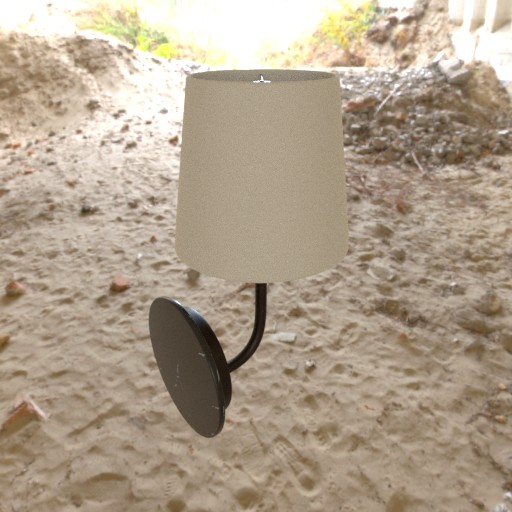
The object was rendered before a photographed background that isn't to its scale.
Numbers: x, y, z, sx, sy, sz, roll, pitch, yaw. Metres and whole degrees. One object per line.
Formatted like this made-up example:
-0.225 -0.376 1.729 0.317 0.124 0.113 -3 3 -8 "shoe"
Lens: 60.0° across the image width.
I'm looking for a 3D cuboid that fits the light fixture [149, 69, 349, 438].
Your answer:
0.000 0.000 0.445 0.188 0.337 0.168 -19 32 -32 "light fixture"
